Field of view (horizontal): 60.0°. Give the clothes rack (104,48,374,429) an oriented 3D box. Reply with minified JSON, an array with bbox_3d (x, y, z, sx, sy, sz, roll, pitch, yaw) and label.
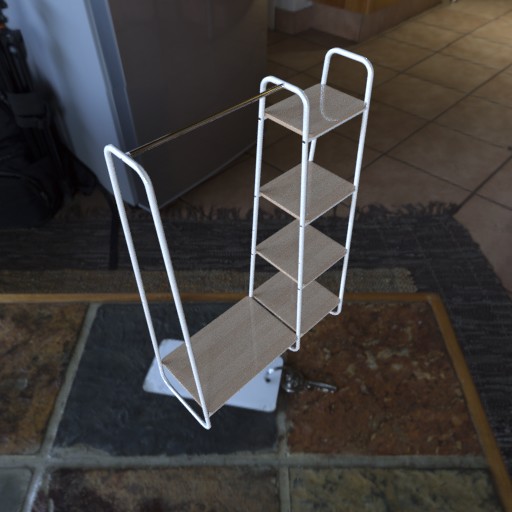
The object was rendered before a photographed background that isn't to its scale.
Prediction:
[{"bbox_3d":[0.000,0.000,1.972,1.011,1.500,0.400,-35,55,-29],"label":"clothes rack"}]
